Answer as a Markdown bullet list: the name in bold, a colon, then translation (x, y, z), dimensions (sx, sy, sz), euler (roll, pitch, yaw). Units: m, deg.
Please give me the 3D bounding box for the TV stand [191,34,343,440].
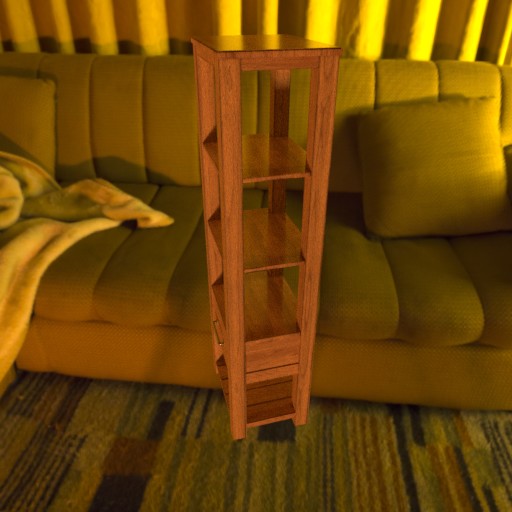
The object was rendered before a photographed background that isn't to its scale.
- **TV stand**: translation (0.000, 0.000, 2.088), dimensions (0.435, 1.828, 0.565), euler (-8, 32, -13)
